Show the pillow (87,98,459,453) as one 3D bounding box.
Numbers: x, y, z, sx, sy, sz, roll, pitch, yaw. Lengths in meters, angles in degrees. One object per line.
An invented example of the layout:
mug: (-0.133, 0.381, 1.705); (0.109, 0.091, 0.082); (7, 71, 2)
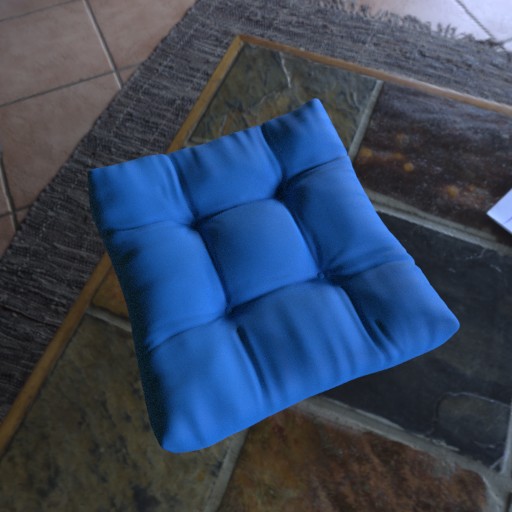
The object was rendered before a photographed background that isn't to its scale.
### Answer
pillow: (0.000, 0.000, 0.736); (0.468, 0.128, 0.490); (-20, 65, -10)
